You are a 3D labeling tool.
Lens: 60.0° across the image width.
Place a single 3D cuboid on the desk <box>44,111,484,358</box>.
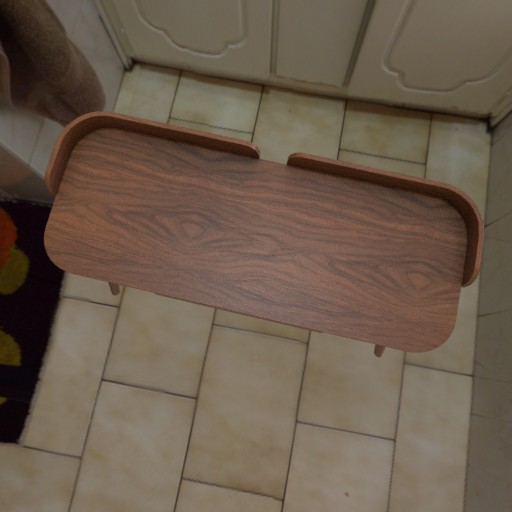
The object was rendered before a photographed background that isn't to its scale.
[{"bbox_3d":[0.000,0.000,1.635,1.256,0.800,0.486,13,78,3],"label":"desk"}]
